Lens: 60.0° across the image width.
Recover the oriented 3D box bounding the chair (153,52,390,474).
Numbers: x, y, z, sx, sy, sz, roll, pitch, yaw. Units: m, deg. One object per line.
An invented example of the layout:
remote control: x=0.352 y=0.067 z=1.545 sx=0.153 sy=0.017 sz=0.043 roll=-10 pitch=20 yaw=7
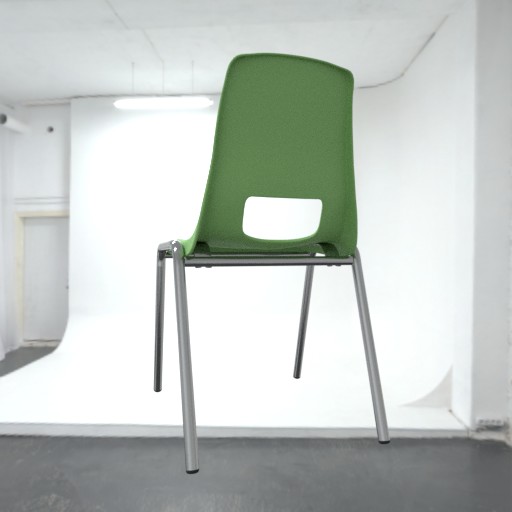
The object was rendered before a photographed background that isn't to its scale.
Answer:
chair: x=0.000 y=0.000 z=0.915 sx=0.381 sy=0.653 sz=0.436 roll=0 pitch=1 yaw=-18
